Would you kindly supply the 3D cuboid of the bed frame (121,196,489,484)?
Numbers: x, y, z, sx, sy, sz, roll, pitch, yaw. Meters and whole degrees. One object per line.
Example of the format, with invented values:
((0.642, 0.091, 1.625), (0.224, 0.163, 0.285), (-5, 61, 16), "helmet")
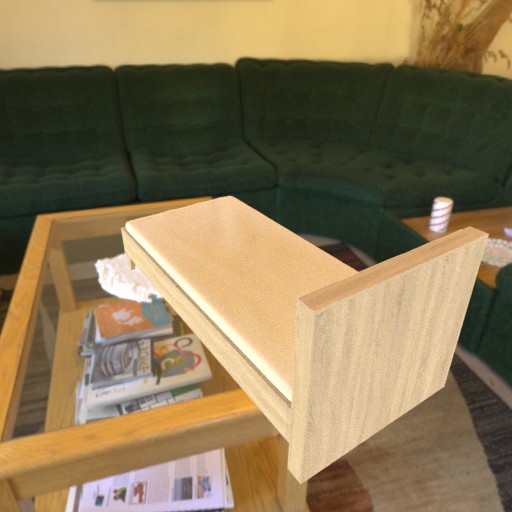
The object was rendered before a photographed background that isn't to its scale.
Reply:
((0.000, 0.000, 2.678), (0.990, 0.920, 2.140), (-19, 35, -29), "bed frame")
